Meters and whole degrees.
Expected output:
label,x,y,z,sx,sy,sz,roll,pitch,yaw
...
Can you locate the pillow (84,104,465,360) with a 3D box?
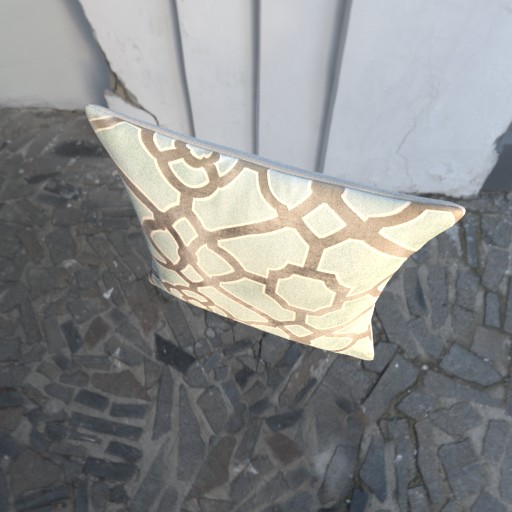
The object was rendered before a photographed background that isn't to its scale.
label,x,y,z,sx,sy,sz,roll,pitch,yaw
pillow,0.000,0.000,0.810,0.552,0.508,0.166,18,59,11
